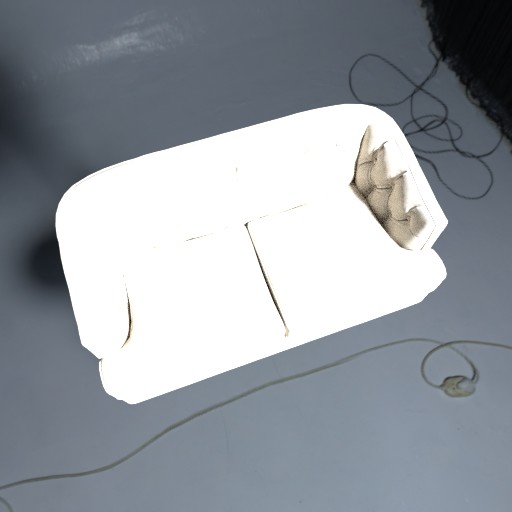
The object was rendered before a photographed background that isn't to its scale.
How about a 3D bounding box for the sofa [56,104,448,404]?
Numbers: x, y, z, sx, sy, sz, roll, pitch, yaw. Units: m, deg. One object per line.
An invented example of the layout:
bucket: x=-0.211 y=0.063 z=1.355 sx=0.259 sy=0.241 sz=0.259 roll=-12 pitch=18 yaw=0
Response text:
sofa: x=0.000 y=0.000 z=2.295 sx=1.731 sy=0.878 sz=0.940 roll=-18 pitch=65 yaw=-8
